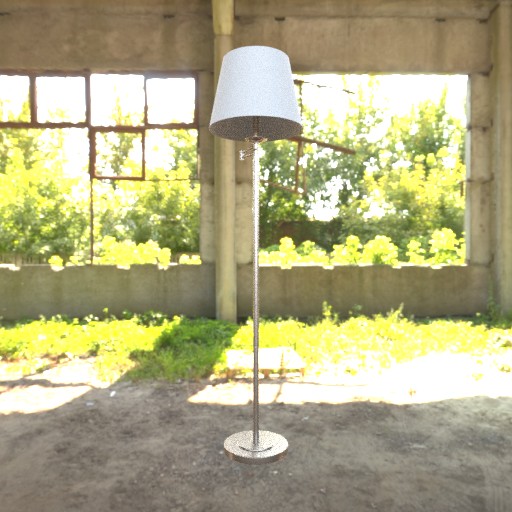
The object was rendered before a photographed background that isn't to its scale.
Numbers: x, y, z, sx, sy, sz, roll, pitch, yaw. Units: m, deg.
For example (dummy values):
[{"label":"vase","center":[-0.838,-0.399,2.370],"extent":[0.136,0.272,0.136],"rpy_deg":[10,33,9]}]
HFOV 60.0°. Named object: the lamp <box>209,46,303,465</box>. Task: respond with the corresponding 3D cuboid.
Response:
[{"label":"lamp","center":[0.000,0.000,1.681],"extent":[0.355,1.473,0.355],"rpy_deg":[0,0,0]}]
